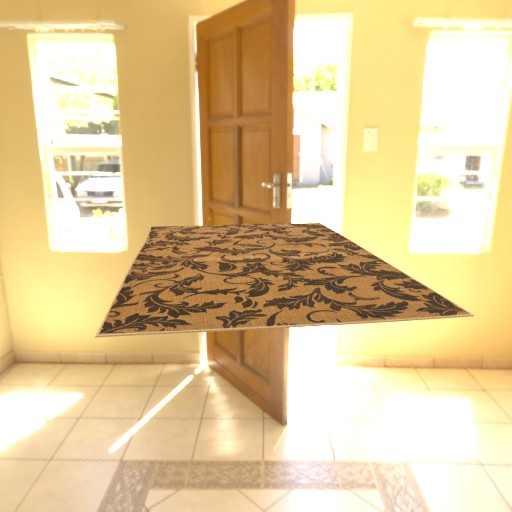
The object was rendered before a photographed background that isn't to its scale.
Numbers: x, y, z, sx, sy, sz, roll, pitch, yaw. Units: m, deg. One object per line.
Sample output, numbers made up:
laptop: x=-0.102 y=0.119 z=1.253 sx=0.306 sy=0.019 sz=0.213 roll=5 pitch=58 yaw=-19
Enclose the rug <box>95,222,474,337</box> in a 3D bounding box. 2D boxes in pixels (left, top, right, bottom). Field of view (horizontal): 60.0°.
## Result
rug: x=0.000 y=0.000 z=2.821 sx=1.522 sy=0.008 sz=2.284 roll=-2 pitch=14 yaw=-8
